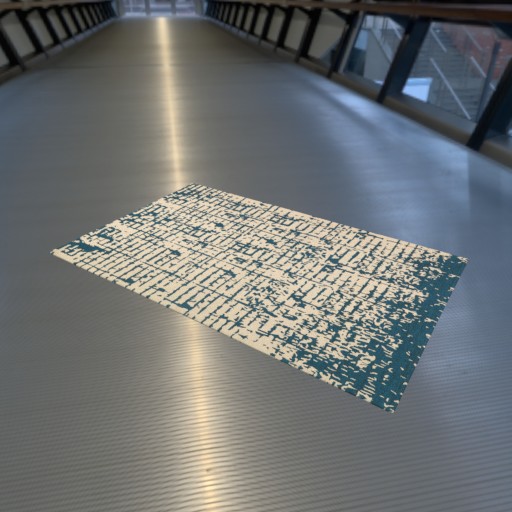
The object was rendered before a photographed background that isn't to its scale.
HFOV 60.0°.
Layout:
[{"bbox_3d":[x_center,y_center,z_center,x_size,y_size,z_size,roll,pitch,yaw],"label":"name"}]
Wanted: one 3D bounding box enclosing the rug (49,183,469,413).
[{"bbox_3d":[0.000,0.000,3.024,2.435,0.011,1.517,19,36,28],"label":"rug"}]
